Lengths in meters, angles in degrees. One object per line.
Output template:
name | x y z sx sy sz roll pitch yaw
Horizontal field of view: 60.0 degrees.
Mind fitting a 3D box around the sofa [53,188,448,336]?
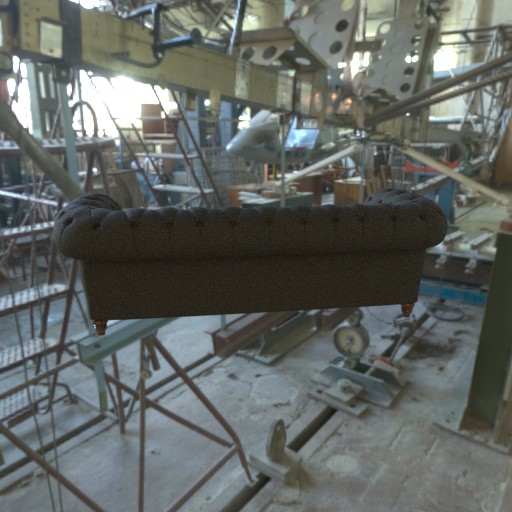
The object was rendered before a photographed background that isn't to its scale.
sofa | 0.000 0.000 2.807 2.362 0.762 0.991 -2 16 -8
